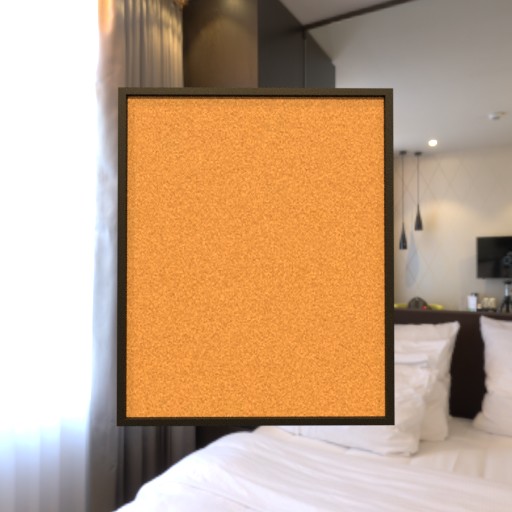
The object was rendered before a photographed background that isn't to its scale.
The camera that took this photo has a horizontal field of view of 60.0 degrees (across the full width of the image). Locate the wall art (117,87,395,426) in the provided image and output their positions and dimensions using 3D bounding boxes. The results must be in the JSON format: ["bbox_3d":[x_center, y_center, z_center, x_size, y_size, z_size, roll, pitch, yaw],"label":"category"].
[{"bbox_3d":[0.000,0.000,0.747,0.457,0.559,0.029,0,-1,-1],"label":"wall art"}]
